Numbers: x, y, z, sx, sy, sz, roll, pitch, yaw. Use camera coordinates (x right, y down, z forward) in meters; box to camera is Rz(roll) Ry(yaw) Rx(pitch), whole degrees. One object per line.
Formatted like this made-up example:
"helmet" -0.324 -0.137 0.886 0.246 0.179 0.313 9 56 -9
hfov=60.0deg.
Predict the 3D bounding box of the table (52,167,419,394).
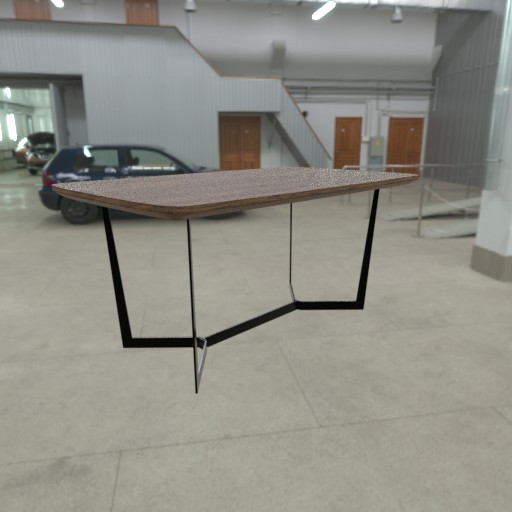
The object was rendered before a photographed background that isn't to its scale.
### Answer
"table" 0.000 0.000 2.221 0.949 0.765 1.643 14 21 43
